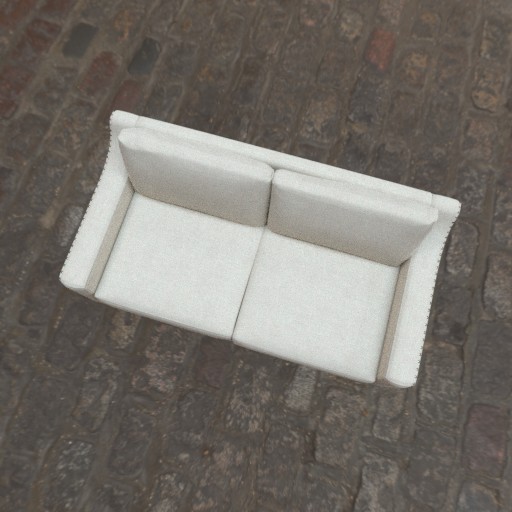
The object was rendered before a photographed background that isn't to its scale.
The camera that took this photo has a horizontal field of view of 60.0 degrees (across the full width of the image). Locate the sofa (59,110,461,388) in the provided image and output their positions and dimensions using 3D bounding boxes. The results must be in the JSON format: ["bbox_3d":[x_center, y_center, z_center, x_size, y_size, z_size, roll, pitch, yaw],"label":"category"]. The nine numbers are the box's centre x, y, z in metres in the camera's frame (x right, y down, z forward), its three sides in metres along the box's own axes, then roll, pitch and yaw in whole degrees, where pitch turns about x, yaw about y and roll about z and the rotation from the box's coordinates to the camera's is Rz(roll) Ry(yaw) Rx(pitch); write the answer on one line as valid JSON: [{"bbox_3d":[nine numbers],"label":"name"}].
[{"bbox_3d":[0.000,0.000,2.760,2.107,0.983,1.104,16,75,4],"label":"sofa"}]
